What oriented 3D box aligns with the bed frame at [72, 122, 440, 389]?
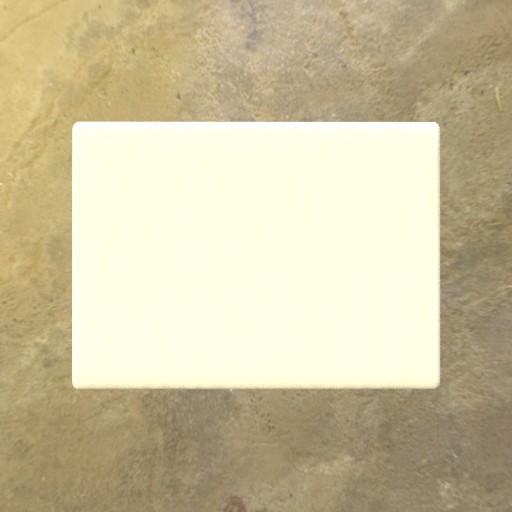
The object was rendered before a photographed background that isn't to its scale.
[{"bbox_3d":[0.000,0.000,2.529,1.900,0.561,1.400,0,90,0],"label":"bed frame"}]
